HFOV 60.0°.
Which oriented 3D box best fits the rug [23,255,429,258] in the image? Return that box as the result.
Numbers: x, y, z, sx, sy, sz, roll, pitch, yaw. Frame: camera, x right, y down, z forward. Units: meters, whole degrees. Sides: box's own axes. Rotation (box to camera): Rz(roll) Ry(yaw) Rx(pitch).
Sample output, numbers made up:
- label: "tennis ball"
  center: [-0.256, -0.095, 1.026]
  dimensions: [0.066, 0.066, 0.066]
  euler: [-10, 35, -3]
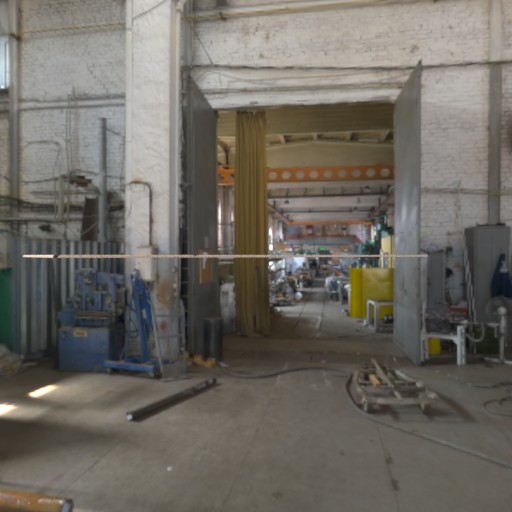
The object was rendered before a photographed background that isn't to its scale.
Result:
- label: "rug"
  center: [0.000, 0.000, 2.705]
  dimensions: [2.438, 0.012, 0.762]
  euler: [0, 0, -36]
